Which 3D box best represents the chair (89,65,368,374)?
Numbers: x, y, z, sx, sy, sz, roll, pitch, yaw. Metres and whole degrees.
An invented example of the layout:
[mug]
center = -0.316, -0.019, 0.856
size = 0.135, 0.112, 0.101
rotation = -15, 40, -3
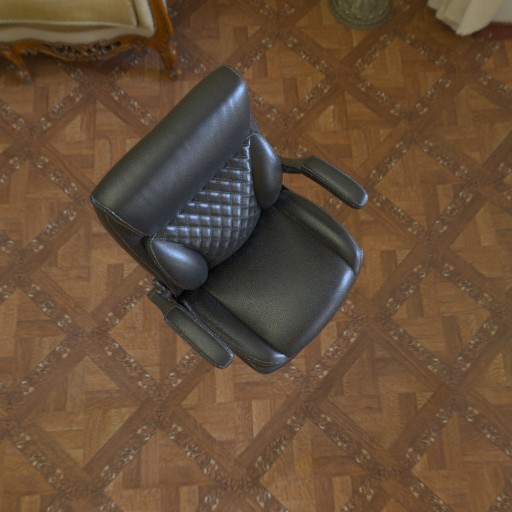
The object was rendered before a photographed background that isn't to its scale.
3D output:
[chair]
center = 0.000, 0.000, 1.640
size = 0.724, 1.110, 0.782
rotation = 40, 79, 9
